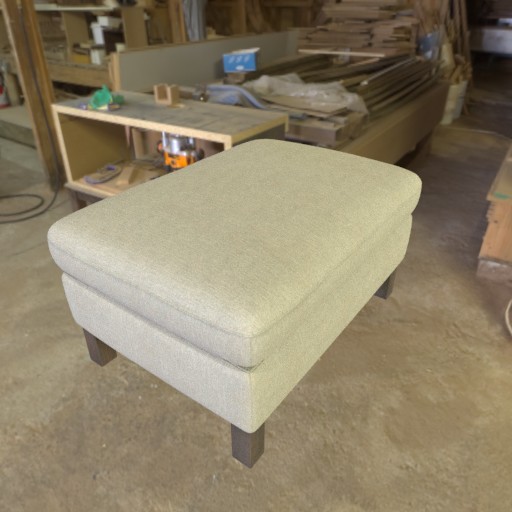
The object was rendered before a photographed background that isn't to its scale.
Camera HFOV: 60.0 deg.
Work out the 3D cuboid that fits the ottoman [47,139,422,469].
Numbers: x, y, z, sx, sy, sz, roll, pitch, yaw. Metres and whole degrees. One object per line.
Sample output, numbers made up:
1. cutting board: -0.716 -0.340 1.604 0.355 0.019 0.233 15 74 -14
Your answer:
1. ottoman: 0.000 0.000 1.041 0.528 0.404 0.735 21 37 30
